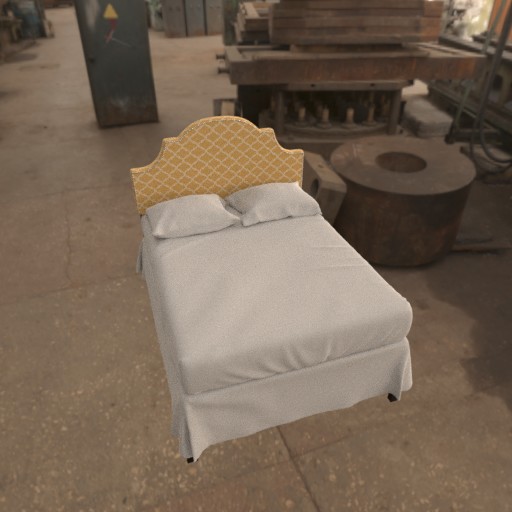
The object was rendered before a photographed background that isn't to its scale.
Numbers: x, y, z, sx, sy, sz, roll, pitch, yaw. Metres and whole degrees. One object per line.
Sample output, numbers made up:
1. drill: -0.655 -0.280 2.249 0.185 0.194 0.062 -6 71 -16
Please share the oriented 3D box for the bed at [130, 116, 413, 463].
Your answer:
1. bed: 0.000 0.000 3.412 1.780 1.633 2.222 -10 34 -16
